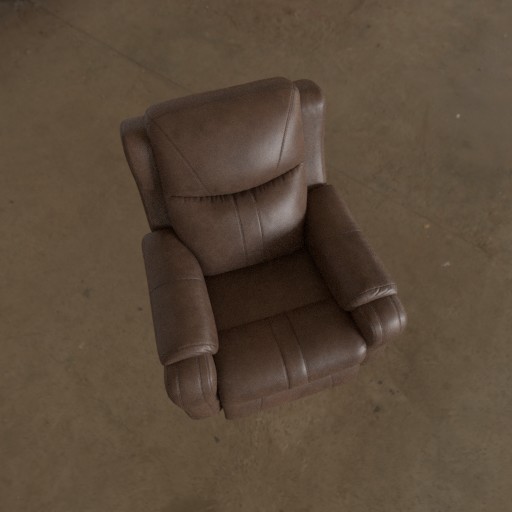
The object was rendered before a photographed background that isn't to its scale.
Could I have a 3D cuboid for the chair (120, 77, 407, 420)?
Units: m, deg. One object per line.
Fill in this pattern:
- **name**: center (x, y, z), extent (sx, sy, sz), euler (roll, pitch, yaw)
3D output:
- **chair**: center (0.000, 0.000, 1.819), extent (0.940, 0.990, 1.067), euler (-16, 63, -8)
